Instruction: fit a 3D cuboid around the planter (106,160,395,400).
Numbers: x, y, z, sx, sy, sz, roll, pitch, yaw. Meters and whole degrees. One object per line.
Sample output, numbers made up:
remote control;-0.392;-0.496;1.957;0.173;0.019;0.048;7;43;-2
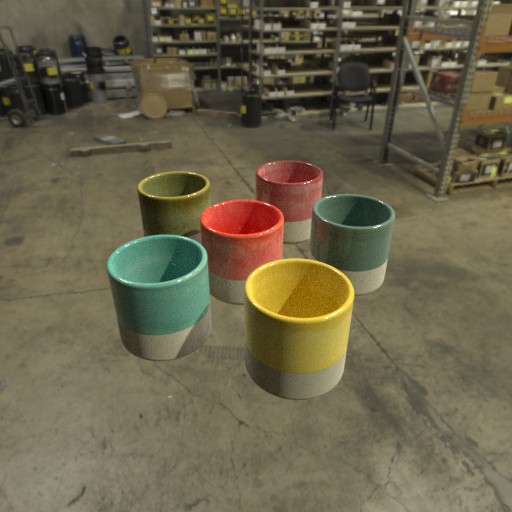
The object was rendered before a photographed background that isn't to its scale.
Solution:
planter;0.000;0.000;0.409;0.257;0.075;0.286;-10;33;-16
